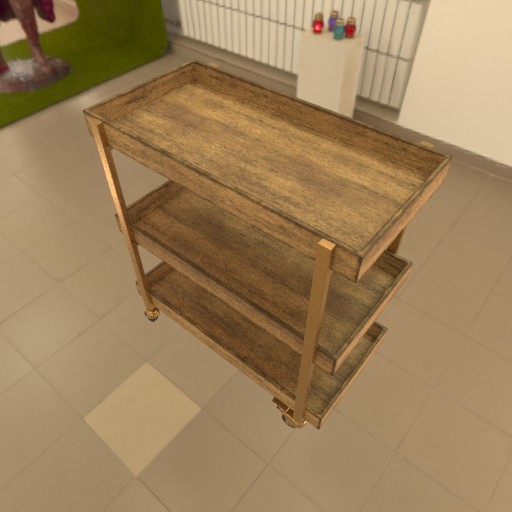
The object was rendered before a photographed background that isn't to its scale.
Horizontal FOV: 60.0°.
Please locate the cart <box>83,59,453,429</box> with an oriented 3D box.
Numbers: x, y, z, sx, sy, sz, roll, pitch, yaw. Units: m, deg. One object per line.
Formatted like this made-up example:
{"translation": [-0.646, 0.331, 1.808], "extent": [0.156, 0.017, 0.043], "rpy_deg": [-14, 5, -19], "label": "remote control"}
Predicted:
{"translation": [0.000, 0.000, 1.266], "extent": [0.750, 0.799, 0.416], "rpy_deg": [31, 54, 26], "label": "cart"}
